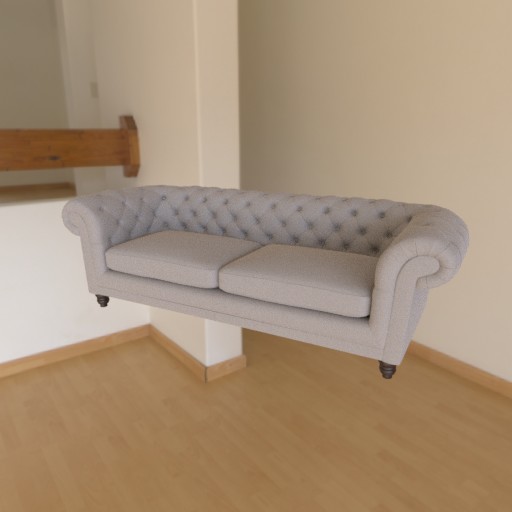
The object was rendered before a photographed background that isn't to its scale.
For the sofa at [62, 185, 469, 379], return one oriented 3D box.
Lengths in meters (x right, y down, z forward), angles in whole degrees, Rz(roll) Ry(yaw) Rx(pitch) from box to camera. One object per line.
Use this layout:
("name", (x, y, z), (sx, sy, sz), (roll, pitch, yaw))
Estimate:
("sofa", (0.000, 0.000, 2.822), (2.411, 0.749, 0.991), (8, 18, 27))
